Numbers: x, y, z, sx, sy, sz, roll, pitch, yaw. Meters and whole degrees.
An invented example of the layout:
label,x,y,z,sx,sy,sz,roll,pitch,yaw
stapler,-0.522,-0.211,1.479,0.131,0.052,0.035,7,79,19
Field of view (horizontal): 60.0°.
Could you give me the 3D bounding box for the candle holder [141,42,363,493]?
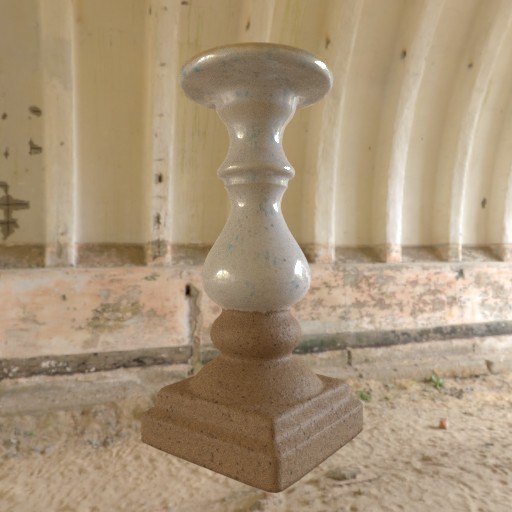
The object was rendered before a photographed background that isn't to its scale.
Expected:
label,x,y,z,sx,sy,sz,roll,pitch,yaw
candle holder,0.000,0.000,0.296,0.110,0.239,0.110,0,0,37
